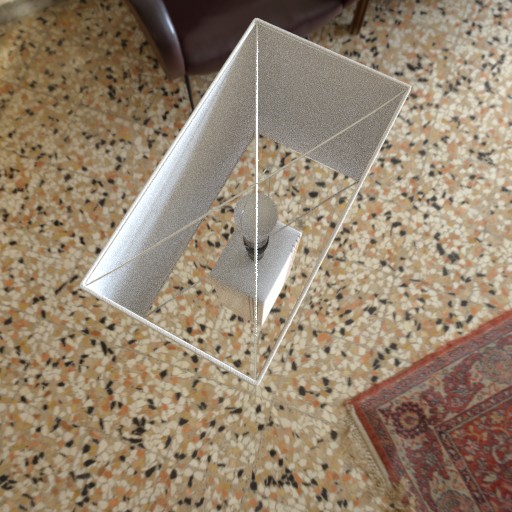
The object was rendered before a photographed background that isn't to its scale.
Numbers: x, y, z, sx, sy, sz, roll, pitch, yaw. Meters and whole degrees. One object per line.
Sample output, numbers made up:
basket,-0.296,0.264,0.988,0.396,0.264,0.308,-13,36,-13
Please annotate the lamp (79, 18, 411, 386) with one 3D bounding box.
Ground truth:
lamp,0.000,0.000,0.683,0.182,0.543,0.334,27,76,7
